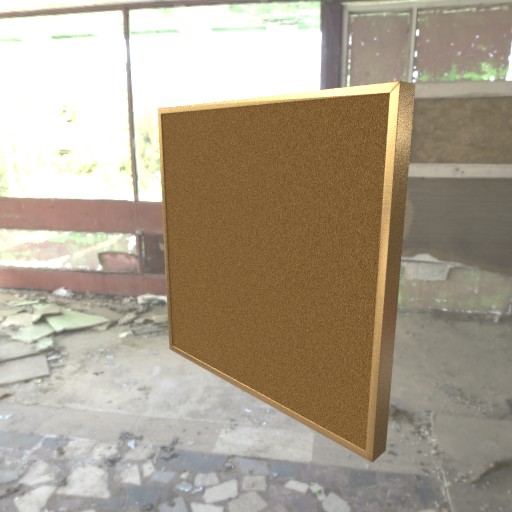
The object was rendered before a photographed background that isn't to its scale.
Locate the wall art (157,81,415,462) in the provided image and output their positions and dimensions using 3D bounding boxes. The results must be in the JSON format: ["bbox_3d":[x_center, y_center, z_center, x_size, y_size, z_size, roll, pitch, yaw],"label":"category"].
[{"bbox_3d":[0.000,0.000,0.751,0.037,0.505,0.505,-13,19,-43],"label":"wall art"}]
